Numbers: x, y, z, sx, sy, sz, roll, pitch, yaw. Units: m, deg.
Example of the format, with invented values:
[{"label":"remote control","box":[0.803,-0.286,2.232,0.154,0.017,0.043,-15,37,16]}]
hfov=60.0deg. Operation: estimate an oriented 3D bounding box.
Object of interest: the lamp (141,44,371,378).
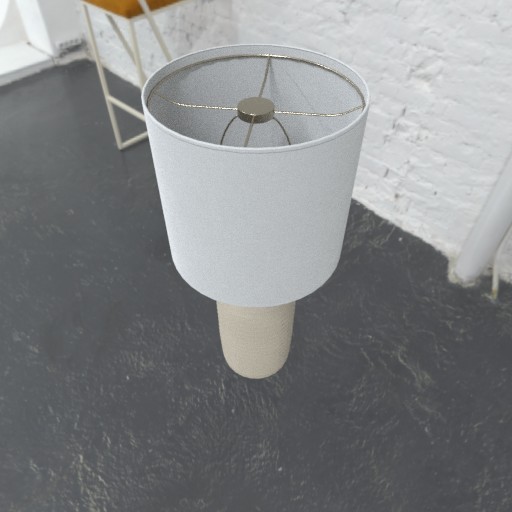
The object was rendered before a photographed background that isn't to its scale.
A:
[{"label":"lamp","box":[0.000,0.000,0.603,0.220,0.475,0.220,16,48,15]}]
